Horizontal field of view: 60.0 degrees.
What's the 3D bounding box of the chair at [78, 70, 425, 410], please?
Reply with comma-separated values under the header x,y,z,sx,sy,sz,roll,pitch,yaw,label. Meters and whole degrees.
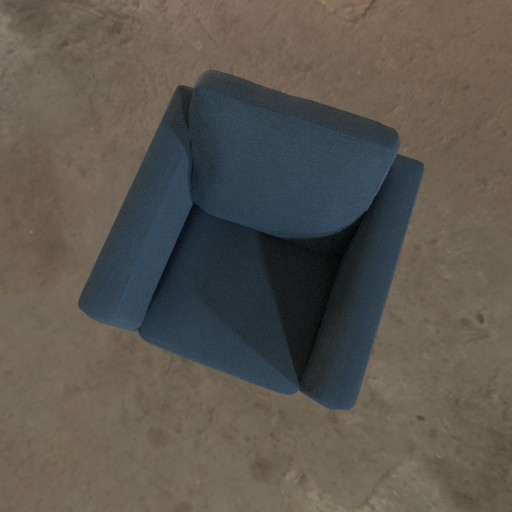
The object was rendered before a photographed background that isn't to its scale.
x,y,z,sx,sy,sz,roll,pitch,yaw,label
0.000,0.000,1.550,0.855,0.922,0.820,19,76,5,chair
